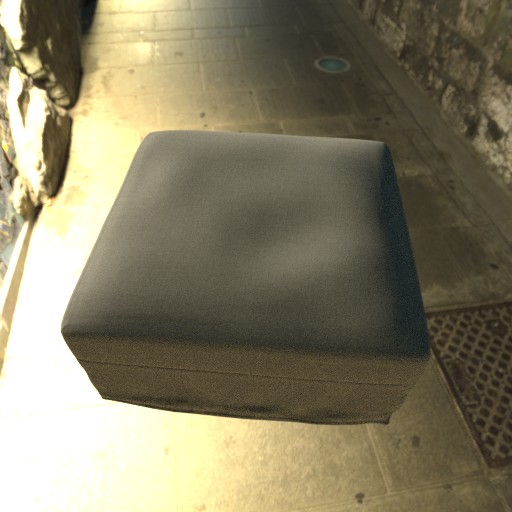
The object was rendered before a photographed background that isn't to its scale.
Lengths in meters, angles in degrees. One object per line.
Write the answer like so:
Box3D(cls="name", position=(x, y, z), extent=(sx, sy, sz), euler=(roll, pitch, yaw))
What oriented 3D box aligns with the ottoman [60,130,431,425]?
Box3D(cls="ottoman", position=(0.000, 0.000, 1.347), extent=(0.840, 0.436, 0.843), euler=(4, 48, 3))
